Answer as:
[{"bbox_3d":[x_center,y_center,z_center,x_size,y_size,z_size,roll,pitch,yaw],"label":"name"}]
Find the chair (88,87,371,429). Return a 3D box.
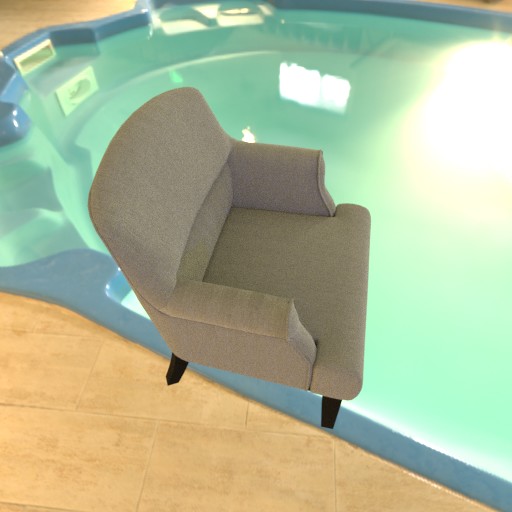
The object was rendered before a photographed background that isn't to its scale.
[{"bbox_3d":[0.000,0.000,1.454,0.755,0.880,0.772,9,48,8],"label":"chair"}]
